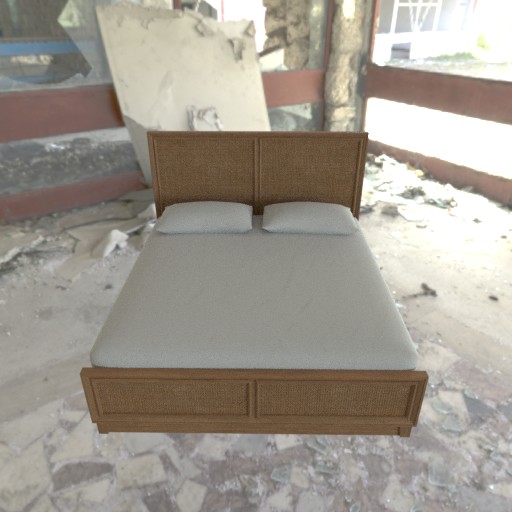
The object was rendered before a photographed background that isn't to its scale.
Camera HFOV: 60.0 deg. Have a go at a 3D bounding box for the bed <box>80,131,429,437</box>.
[{"bbox_3d":[0.000,0.000,3.409,2.003,1.387,2.184,0,29,1],"label":"bed"}]
